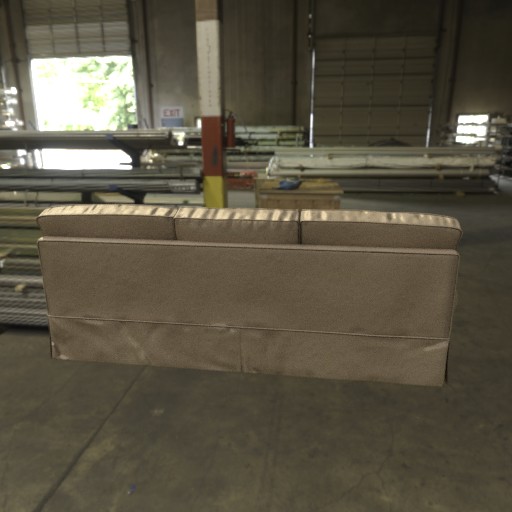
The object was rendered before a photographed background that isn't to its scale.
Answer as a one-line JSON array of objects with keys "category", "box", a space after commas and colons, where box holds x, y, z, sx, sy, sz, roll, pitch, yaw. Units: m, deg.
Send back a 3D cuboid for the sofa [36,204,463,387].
[{"category": "sofa", "box": [0.000, 0.000, 3.334, 2.475, 0.978, 1.733, 2, 16, 7]}]
